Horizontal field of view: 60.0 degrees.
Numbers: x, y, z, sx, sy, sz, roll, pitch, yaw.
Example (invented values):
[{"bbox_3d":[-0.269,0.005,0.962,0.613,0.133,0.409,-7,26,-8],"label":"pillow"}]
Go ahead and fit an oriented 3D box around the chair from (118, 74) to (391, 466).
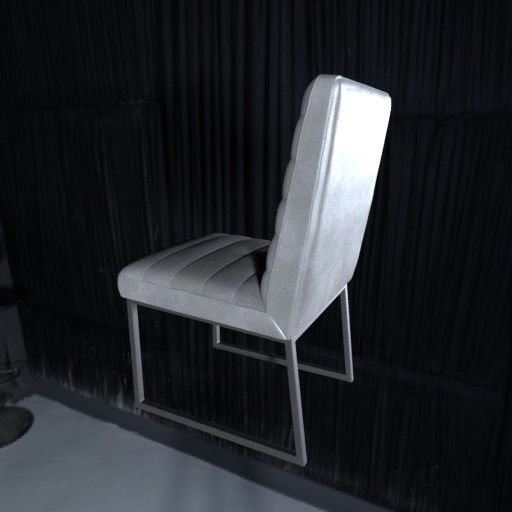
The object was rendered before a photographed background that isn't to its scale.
[{"bbox_3d":[0.000,0.000,1.308,0.634,0.930,0.520,8,17,26],"label":"chair"}]
